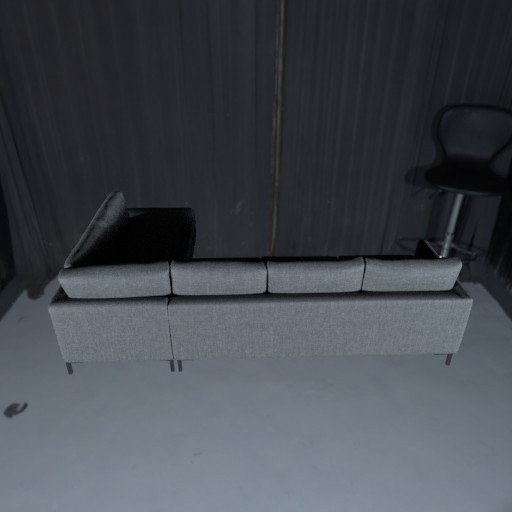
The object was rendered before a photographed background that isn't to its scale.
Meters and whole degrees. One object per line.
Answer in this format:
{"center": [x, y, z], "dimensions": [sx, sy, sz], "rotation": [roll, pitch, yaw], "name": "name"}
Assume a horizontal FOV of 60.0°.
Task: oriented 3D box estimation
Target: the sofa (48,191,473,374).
{"center": [0.000, 0.000, 3.954], "dimensions": [2.972, 0.858, 1.984], "rotation": [-1, 30, -2], "name": "sofa"}
